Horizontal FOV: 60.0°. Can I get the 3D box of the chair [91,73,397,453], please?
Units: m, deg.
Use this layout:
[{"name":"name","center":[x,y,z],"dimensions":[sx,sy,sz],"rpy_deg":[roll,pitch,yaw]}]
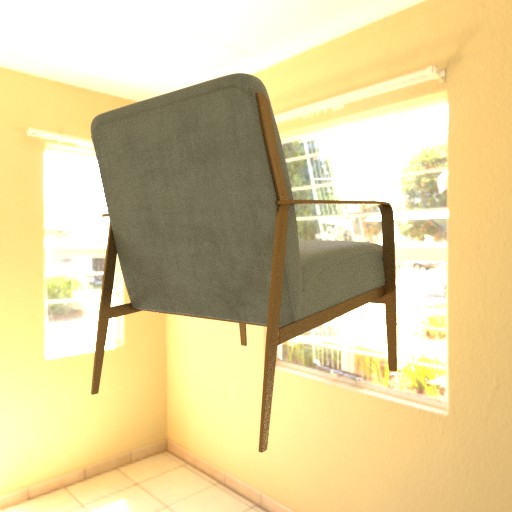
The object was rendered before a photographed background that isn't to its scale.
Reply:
[{"name":"chair","center":[0.000,0.000,1.450],"dimensions":[0.701,0.824,0.842],"rpy_deg":[1,1,37]}]
